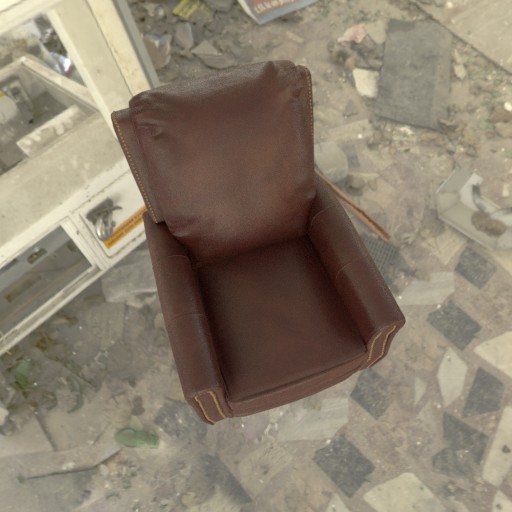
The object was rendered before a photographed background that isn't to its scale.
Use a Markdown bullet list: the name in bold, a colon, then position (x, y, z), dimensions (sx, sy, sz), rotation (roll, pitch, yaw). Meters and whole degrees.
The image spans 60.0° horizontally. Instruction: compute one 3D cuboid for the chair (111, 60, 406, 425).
- **chair**: position (0.000, 0.000, 1.790), dimensions (0.826, 1.022, 1.089), rotation (-17, 65, -8)
